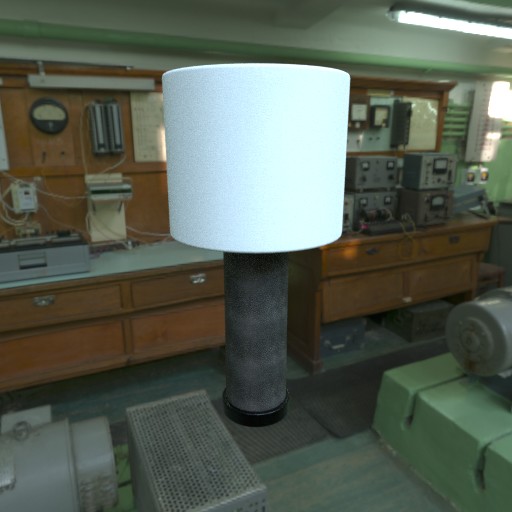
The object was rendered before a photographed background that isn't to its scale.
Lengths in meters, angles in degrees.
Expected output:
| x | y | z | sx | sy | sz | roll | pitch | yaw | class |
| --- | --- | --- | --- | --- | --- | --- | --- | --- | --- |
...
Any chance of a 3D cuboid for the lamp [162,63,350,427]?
| x | y | z | sx | sy | sz | roll | pitch | yaw | class |
| --- | --- | --- | --- | --- | --- | --- | --- | --- | --- |
| 0.000 | 0.000 | 0.815 | 0.305 | 0.634 | 0.305 | -8 | 18 | -26 | lamp |
